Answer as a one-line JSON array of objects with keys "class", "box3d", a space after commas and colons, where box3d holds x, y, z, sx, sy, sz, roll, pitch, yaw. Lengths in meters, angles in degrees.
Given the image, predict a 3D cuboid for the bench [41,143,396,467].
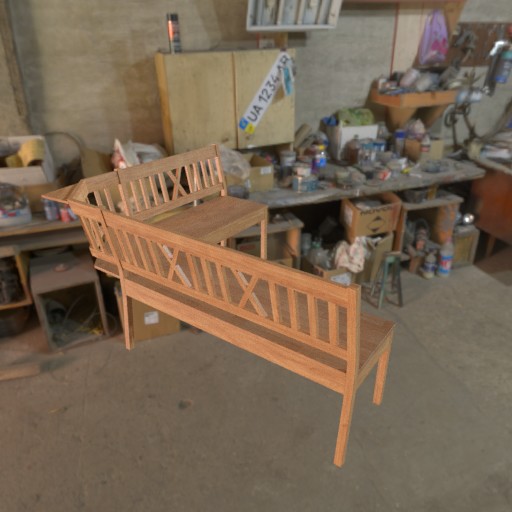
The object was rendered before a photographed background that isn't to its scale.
[{"class": "bench", "box3d": [0.000, 0.000, 2.738, 1.937, 0.902, 1.537, 17, 31, 32]}]
